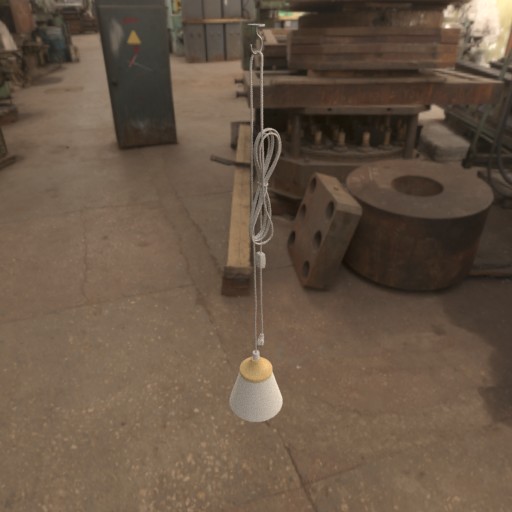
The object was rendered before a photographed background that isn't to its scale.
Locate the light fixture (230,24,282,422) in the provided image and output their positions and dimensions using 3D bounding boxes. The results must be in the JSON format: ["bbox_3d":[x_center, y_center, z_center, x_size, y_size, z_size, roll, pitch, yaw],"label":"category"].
[{"bbox_3d":[0.000,0.000,1.042,0.153,0.966,0.153,-8,31,-14],"label":"light fixture"}]
